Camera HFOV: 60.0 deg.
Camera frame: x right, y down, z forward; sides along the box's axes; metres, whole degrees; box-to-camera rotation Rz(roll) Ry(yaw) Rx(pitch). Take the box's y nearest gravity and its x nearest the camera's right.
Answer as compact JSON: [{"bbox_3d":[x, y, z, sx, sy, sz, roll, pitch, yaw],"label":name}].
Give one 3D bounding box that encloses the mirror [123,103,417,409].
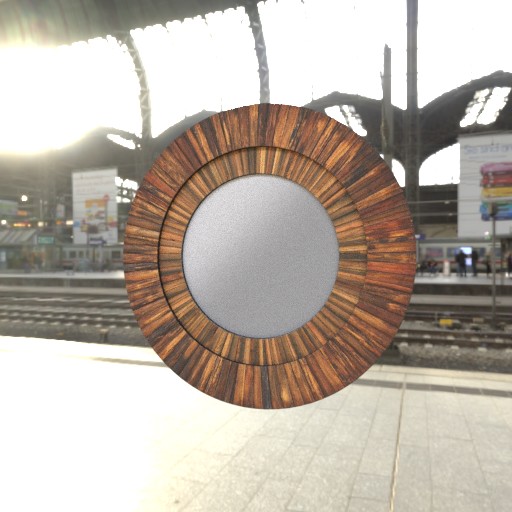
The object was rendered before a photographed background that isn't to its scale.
[{"bbox_3d":[0.000,0.000,1.583,1.077,1.077,0.036,0,0,18],"label":"mirror"}]
